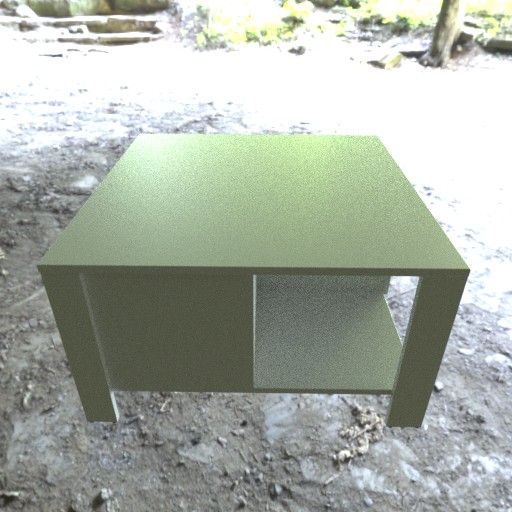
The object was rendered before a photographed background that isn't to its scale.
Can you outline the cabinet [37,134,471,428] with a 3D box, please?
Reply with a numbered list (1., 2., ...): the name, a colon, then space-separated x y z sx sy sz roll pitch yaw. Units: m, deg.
1. cabinet: 0.000 0.000 1.275 0.800 0.460 0.800 1 32 1
